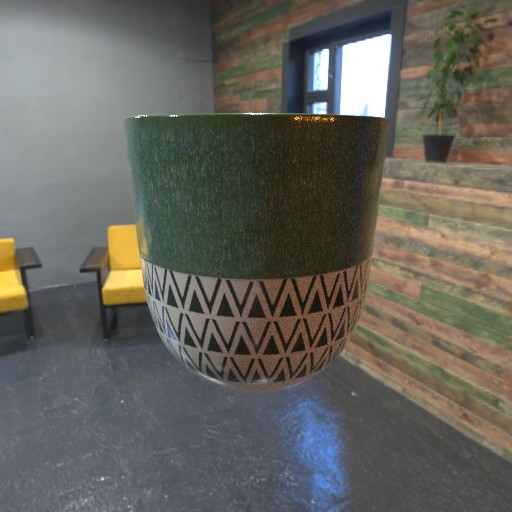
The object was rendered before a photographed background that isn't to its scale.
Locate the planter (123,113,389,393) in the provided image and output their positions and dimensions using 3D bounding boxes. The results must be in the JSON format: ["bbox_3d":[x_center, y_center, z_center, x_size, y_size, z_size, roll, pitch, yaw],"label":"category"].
[{"bbox_3d":[0.000,0.000,0.364,0.195,0.214,0.195,0,15,0],"label":"planter"}]
